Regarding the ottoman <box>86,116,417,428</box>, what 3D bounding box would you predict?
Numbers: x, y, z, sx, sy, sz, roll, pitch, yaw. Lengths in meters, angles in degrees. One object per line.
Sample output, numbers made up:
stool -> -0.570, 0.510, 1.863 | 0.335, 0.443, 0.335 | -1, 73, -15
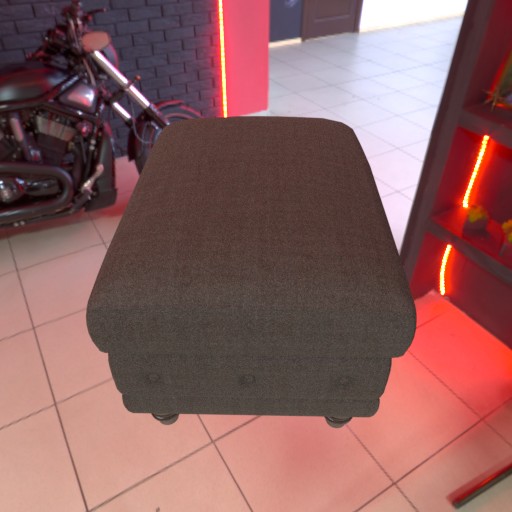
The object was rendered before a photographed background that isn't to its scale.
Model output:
ottoman -> 0.000, 0.000, 1.187 | 0.599, 0.555, 0.809 | 1, 40, 1
